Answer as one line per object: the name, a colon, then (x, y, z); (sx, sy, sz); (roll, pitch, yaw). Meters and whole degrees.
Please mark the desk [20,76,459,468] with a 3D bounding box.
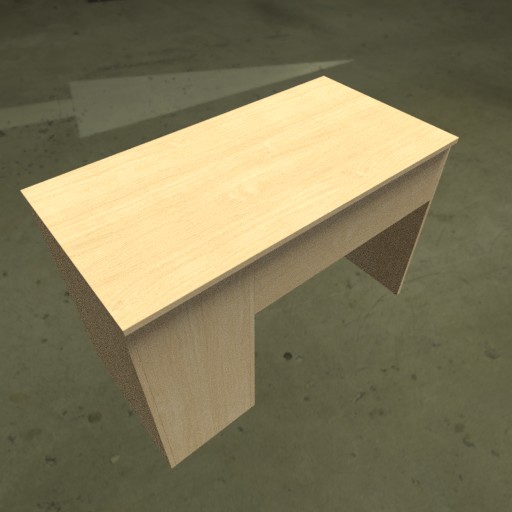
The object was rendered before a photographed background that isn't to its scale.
desk: (0.000, 0.000, 1.483); (1.097, 0.735, 0.560); (-30, 52, -27)
